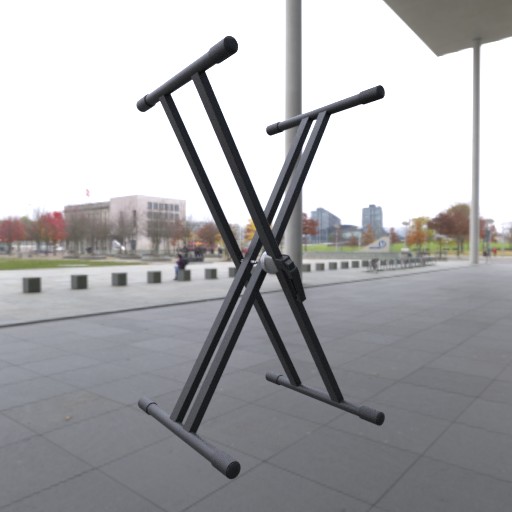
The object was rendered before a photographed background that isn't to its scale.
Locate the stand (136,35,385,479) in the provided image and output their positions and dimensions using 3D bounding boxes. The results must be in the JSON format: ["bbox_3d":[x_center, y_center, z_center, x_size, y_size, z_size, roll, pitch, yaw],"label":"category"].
[{"bbox_3d":[0.000,0.000,1.231,0.503,0.900,0.495,-1,1,-36],"label":"stand"}]
